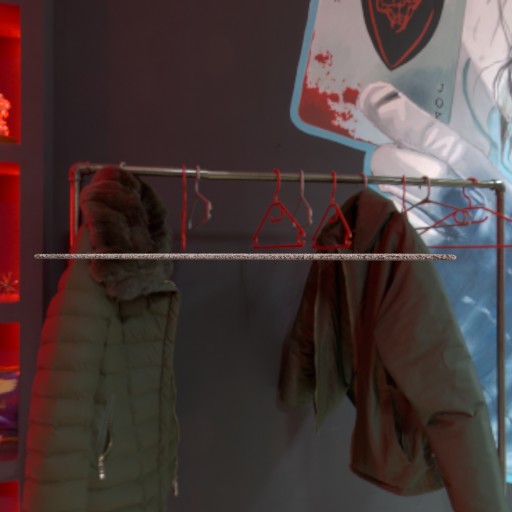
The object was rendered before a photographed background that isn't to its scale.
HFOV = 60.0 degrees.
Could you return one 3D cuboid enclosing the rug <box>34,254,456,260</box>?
[{"bbox_3d":[0.000,0.000,3.567,2.743,0.030,1.778,0,0,17],"label":"rug"}]
